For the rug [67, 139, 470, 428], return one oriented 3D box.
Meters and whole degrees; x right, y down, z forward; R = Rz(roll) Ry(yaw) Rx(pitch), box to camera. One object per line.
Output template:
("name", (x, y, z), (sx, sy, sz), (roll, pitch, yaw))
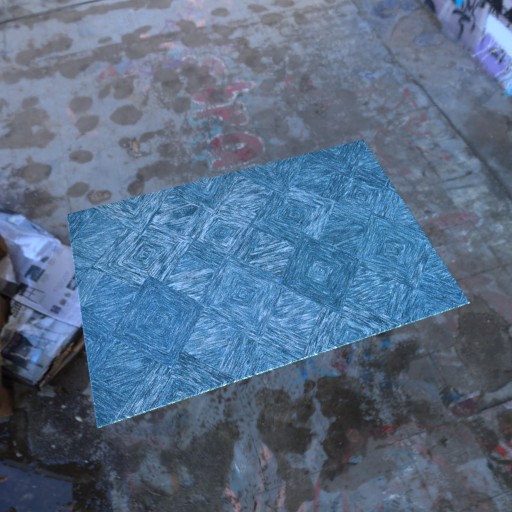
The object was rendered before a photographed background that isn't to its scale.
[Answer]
("rug", (0.000, 0.000, 2.907), (2.277, 0.015, 1.490), (-16, 60, -10))
